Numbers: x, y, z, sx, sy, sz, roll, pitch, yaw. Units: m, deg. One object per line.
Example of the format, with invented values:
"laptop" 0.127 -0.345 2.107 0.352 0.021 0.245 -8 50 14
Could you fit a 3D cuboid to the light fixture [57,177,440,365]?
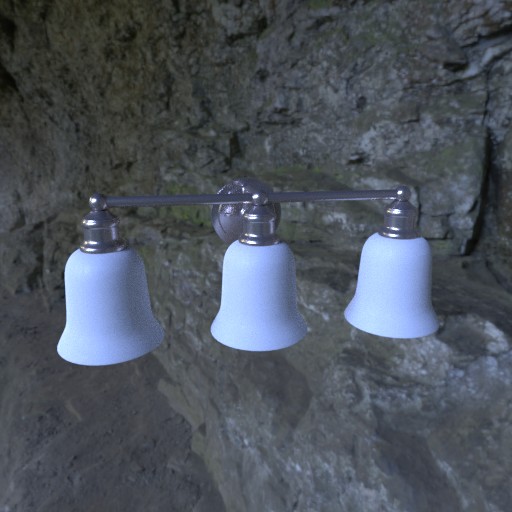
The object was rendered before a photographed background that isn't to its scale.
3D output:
"light fixture" 0.000 0.000 0.664 0.570 0.211 0.198 -3 17 -10
